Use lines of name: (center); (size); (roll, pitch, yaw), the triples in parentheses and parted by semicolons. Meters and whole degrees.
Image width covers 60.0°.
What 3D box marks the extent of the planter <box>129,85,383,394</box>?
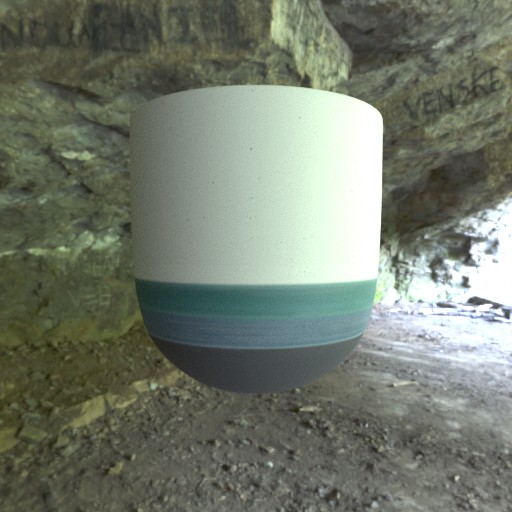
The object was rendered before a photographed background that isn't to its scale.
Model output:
planter: (0.000, 0.000, 0.373); (0.204, 0.214, 0.204); (0, 1, 0)
